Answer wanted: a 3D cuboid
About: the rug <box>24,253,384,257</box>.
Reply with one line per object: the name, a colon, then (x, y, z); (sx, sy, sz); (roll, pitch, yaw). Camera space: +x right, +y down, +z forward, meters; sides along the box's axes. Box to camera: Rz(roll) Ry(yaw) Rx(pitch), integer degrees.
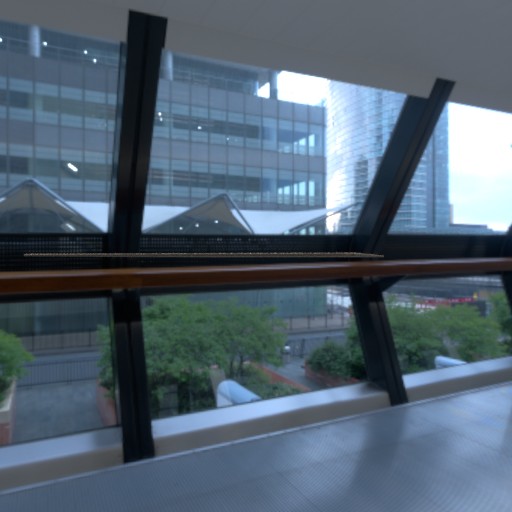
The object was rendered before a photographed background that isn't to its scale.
rug: (0.000, 0.000, 2.257); (1.175, 0.008, 1.783); (0, 0, 19)
